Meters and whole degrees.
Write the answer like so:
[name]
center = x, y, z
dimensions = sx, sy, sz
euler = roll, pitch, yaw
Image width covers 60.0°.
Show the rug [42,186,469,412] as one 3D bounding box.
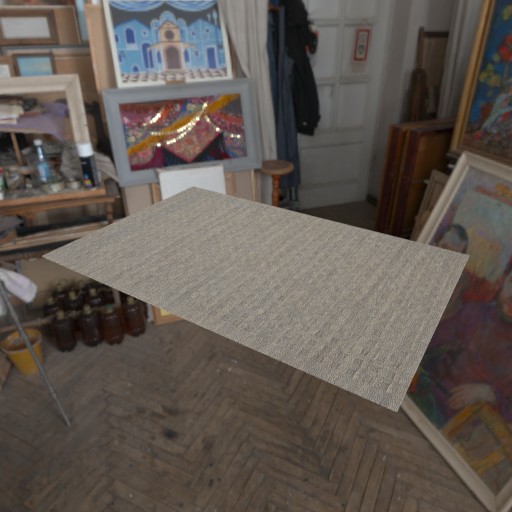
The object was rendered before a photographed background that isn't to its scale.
[rug]
center = 0.000, 0.000, 2.170
dimensions = 1.752, 0.006, 1.142
euler = 18, 34, 28
